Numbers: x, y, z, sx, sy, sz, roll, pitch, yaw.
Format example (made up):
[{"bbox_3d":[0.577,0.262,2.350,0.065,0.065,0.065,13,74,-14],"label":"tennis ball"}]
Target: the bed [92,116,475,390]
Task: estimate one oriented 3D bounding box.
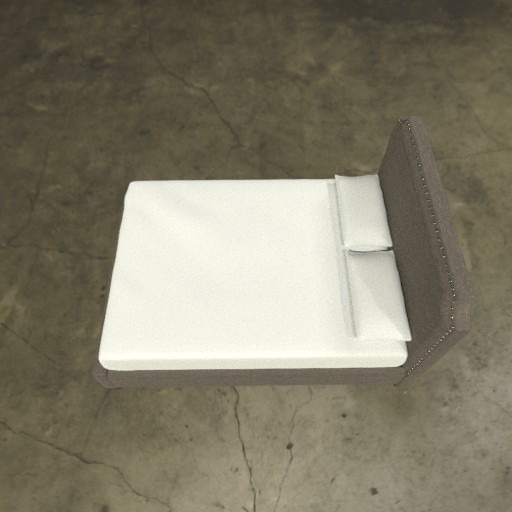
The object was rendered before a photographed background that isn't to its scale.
[{"bbox_3d":[0.000,0.000,3.393,2.381,1.457,1.713,-1,59,0],"label":"bed"}]
